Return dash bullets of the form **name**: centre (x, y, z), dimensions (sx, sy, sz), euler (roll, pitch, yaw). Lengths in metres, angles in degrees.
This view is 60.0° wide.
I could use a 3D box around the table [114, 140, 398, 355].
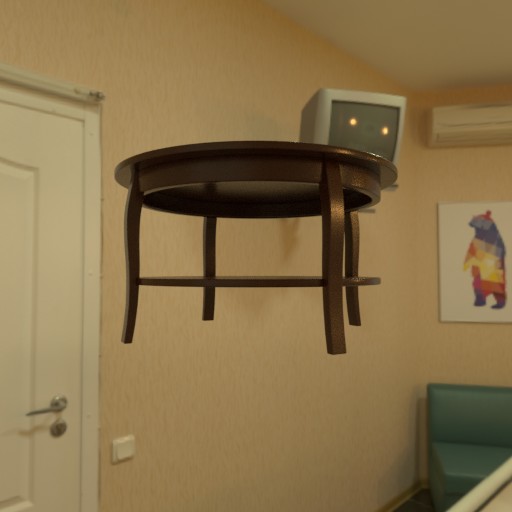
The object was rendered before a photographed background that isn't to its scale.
- **table**: centre (0.000, 0.000, 1.486), dimensions (0.911, 0.512, 0.911), euler (0, -2, 0)
